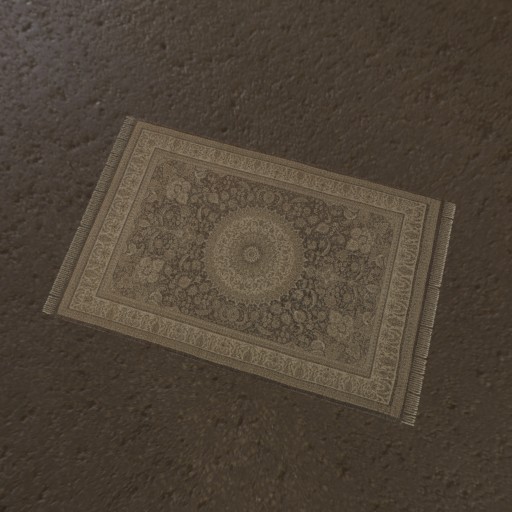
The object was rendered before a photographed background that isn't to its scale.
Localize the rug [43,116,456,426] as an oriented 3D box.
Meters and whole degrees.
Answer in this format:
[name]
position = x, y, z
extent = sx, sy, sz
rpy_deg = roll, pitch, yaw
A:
[rug]
position = 0.000, 0.000, 2.967
extent = 2.440, 0.010, 1.528
rpy_deg = 16, 75, 5
